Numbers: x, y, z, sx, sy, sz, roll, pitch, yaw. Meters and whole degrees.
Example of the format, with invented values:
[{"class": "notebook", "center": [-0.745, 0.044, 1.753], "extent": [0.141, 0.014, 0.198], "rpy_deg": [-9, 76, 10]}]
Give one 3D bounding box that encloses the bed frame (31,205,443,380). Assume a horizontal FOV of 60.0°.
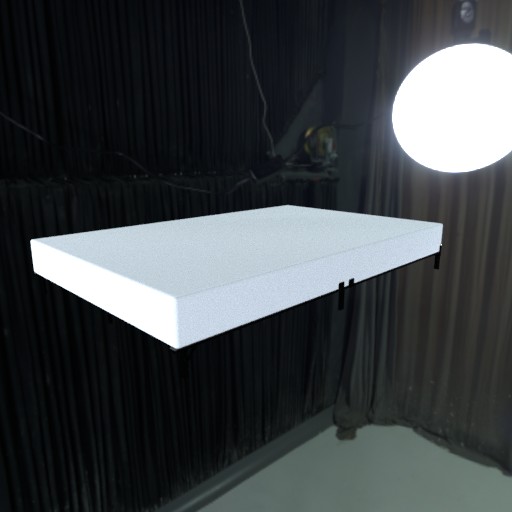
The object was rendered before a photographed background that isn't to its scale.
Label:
[{"class": "bed frame", "center": [0.000, 0.000, 3.788], "extent": [2.987, 0.440, 1.930], "rpy_deg": [-13, 19, -43]}]
